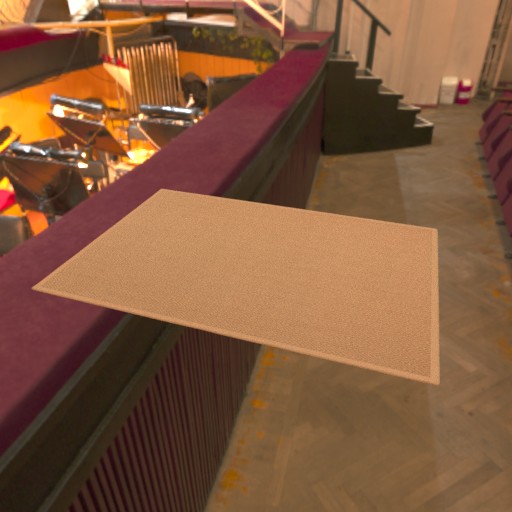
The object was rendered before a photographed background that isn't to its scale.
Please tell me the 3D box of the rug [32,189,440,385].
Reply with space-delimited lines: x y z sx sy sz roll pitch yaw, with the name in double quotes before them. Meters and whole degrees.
"rug" 0.000 0.000 2.884 2.244 0.017 1.532 10 33 16
